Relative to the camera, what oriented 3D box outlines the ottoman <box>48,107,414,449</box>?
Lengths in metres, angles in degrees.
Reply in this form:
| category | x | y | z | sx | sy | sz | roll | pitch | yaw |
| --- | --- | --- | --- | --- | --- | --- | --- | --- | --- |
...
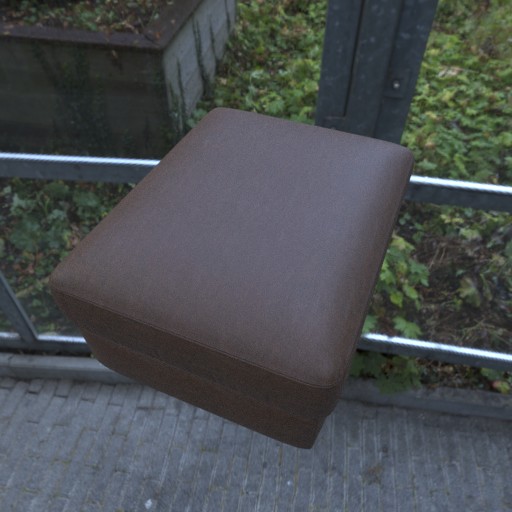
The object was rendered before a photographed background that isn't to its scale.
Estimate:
| category | x | y | z | sx | sy | sz | roll | pitch | yaw |
| --- | --- | --- | --- | --- | --- | --- | --- | --- | --- |
| ottoman | 0.000 | 0.000 | 1.169 | 0.635 | 0.508 | 0.787 | 17 | 49 | 16 |
